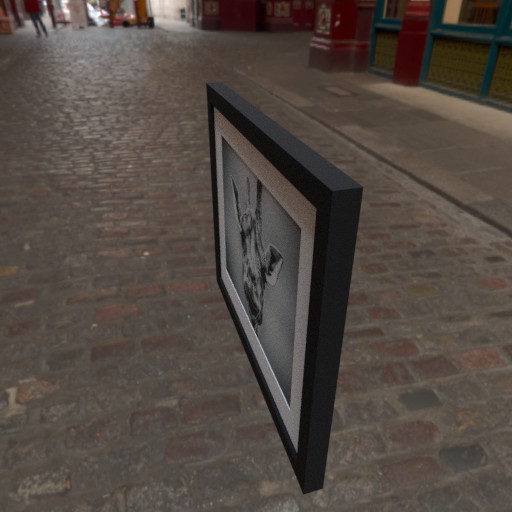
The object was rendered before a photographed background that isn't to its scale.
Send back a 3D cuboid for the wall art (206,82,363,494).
[{"bbox_3d":[0.000,0.000,0.739,0.031,0.457,0.558,-9,32,-14],"label":"wall art"}]
